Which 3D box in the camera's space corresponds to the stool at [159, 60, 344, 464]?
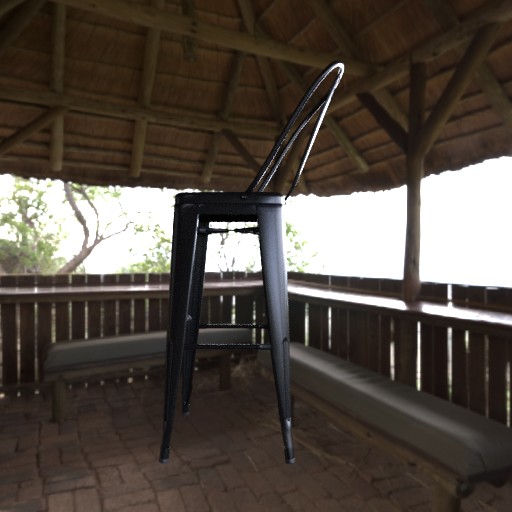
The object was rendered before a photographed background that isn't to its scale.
[{"bbox_3d":[0.000,0.000,1.348,0.513,1.096,0.399,0,0,0],"label":"stool"}]
